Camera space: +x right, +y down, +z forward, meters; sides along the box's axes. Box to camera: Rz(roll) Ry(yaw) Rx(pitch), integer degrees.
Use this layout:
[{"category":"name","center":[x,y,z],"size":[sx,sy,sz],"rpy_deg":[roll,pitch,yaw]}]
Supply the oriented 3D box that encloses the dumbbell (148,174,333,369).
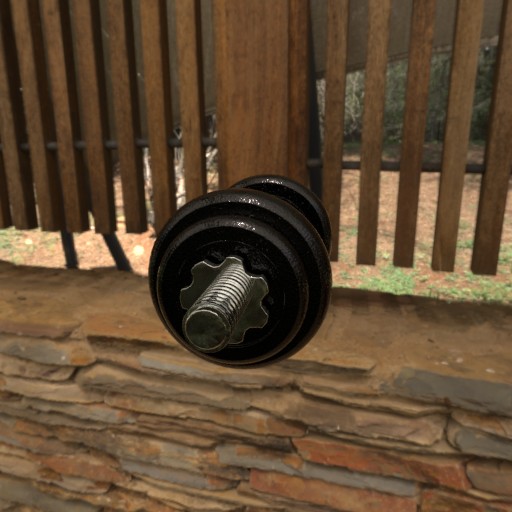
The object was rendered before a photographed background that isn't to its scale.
[{"category":"dumbbell","center":[0.000,0.000,0.593],"size":[0.202,0.202,0.497],"rpy_deg":[2,14,9]}]
